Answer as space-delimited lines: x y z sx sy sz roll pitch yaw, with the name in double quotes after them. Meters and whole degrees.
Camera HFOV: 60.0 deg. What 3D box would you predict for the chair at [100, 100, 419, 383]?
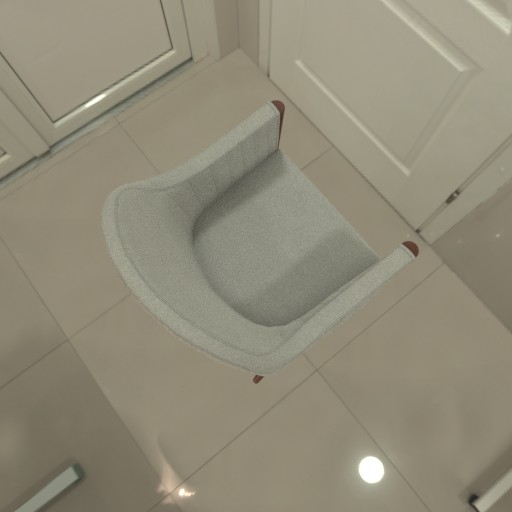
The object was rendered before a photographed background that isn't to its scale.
0.000 0.000 1.295 0.620 0.889 0.610 -37 77 -10 "chair"
